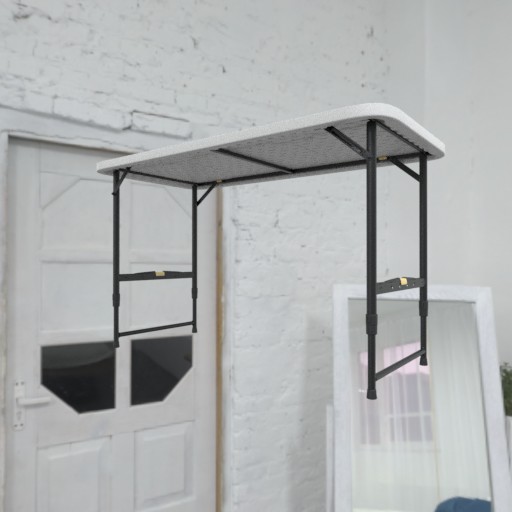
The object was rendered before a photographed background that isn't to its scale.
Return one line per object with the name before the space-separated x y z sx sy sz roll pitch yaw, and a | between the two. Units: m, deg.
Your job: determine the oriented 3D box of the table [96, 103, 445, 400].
table | 0.000 0.000 1.644 1.219 0.737 0.610 0 0 37
